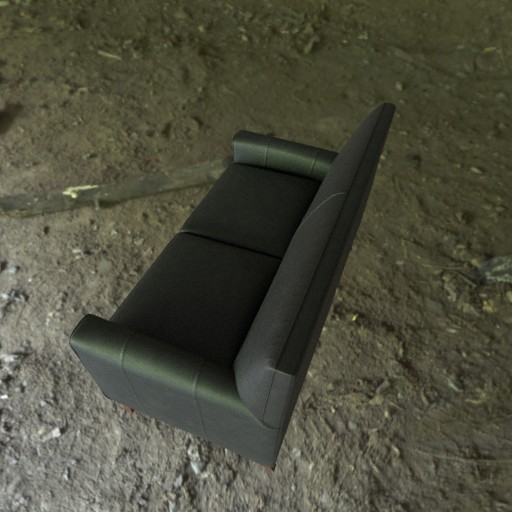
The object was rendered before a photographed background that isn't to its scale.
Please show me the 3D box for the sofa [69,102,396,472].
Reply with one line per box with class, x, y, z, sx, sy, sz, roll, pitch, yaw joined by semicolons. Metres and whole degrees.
sofa;0.000;0.000;1.928;0.787;0.871;1.473;16;47;15
